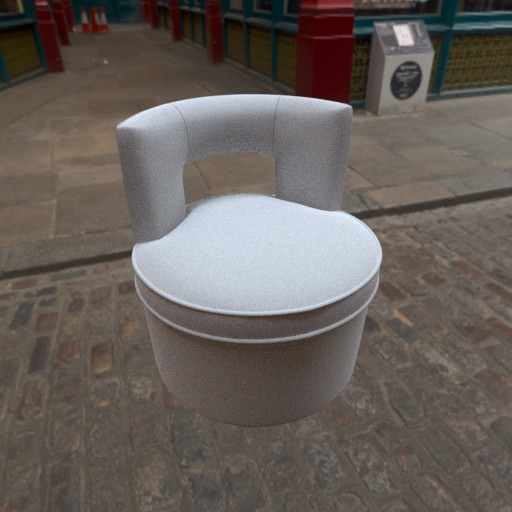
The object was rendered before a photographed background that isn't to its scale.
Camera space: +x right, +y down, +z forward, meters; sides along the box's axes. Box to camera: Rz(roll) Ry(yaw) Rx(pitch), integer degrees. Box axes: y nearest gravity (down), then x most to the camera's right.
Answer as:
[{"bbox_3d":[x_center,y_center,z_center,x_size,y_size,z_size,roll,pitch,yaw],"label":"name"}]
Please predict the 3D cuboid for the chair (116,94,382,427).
[{"bbox_3d":[0.000,0.000,1.206,0.650,0.723,0.665,-11,33,-17],"label":"chair"}]
